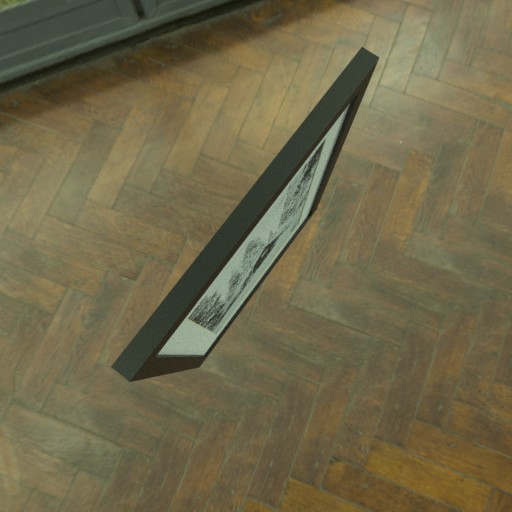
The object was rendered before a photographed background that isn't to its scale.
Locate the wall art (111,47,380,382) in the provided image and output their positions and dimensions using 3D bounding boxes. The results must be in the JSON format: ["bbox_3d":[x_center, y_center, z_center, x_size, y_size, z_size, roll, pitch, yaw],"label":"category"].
[{"bbox_3d":[0.000,0.000,0.537,0.018,0.397,0.325,36,80,7],"label":"wall art"}]
